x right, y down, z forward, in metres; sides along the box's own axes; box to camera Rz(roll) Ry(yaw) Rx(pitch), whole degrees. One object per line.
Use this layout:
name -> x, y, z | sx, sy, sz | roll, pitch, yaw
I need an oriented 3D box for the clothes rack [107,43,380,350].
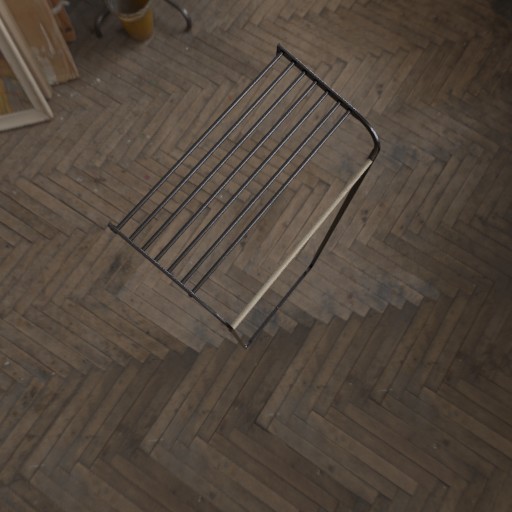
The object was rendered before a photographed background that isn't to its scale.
clothes rack -> 0.000, 0.000, 1.765 | 0.349, 1.574, 0.609 | 39, 79, 9
